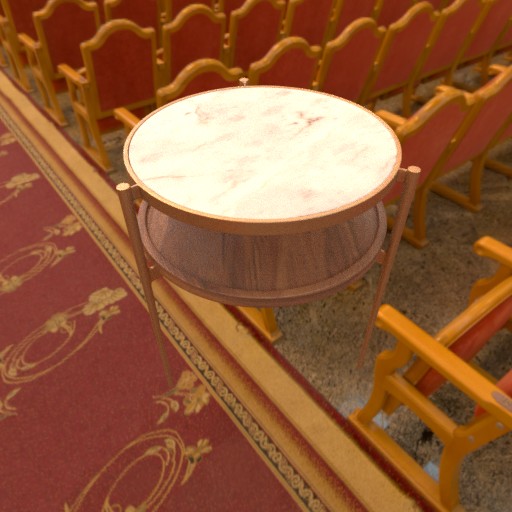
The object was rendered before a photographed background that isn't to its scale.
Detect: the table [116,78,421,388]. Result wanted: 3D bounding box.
[{"bbox_3d":[0.000,0.000,0.848,0.456,0.493,0.430,-27,49,-26],"label":"table"}]
